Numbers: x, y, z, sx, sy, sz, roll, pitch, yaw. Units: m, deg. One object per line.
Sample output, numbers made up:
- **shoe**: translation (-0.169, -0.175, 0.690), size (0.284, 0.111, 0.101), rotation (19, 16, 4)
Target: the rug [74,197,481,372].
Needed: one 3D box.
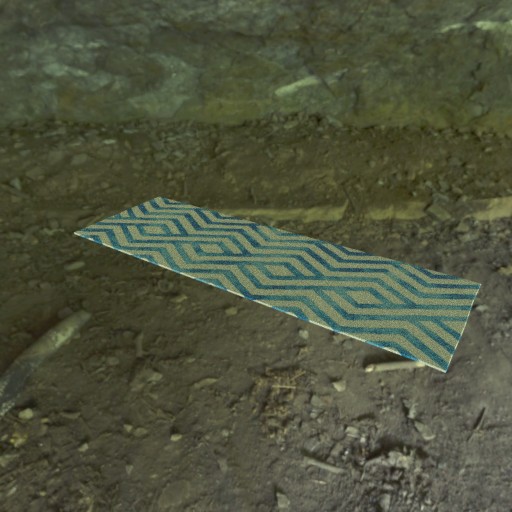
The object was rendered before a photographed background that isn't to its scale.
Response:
- **rug**: translation (0.000, 0.000, 1.672), size (1.492, 0.007, 0.503), rotation (17, 33, 29)
